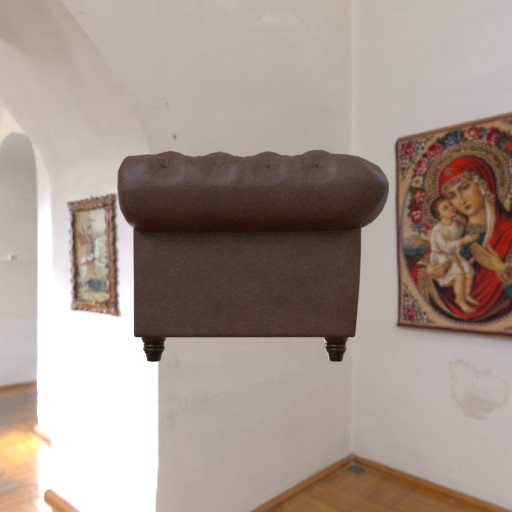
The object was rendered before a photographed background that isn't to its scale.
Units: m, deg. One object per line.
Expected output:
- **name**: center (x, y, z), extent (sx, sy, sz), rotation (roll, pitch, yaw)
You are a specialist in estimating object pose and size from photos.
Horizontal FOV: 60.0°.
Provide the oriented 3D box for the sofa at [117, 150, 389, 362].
- **sofa**: center (0.000, 0.000, 2.468), extent (0.955, 0.784, 2.048), rotation (0, 0, 0)
